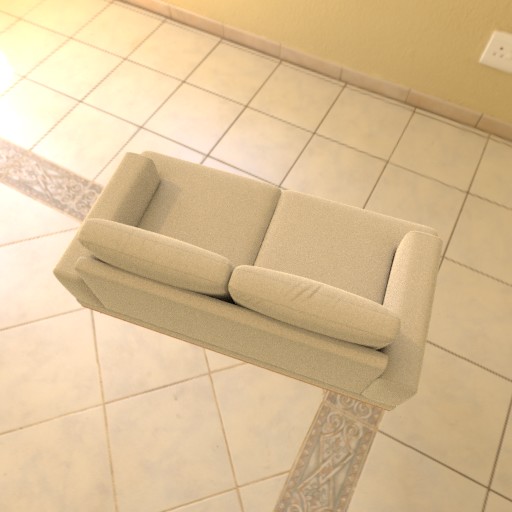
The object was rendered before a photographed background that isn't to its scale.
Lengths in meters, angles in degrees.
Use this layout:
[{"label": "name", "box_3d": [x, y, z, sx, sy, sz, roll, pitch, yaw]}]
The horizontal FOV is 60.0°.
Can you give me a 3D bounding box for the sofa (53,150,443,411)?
[{"label": "sofa", "box_3d": [0.000, 0.000, 2.138, 1.651, 0.810, 0.915, 17, 63, 9]}]
